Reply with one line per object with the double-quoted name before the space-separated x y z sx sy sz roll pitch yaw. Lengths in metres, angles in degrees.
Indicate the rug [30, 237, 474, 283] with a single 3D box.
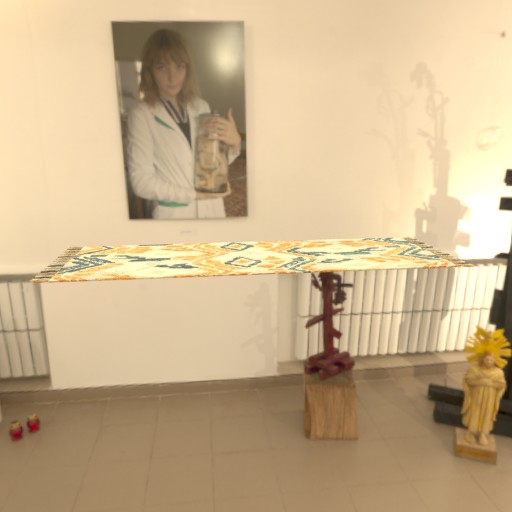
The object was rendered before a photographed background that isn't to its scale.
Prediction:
"rug" 0.000 0.000 2.769 2.437 0.010 0.783 -2 15 -7
